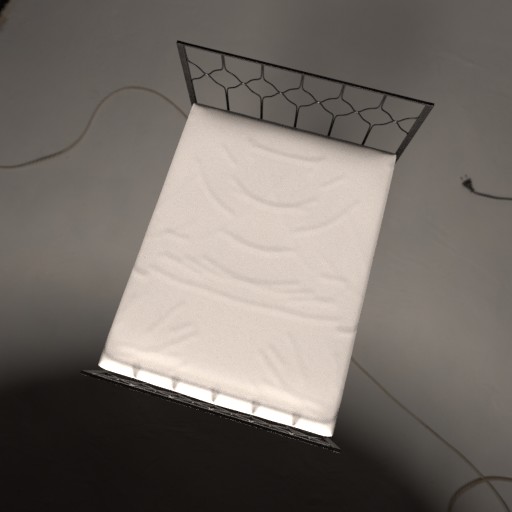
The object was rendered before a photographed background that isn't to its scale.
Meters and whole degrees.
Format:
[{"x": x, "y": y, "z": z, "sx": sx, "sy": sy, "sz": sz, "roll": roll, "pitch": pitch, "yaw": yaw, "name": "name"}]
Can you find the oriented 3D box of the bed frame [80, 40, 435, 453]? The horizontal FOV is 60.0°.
[{"x": 0.000, "y": 0.000, "z": 3.007, "sx": 1.597, "sy": 1.222, "sz": 2.063, "roll": 16, "pitch": 76, "yaw": 4, "name": "bed frame"}]
